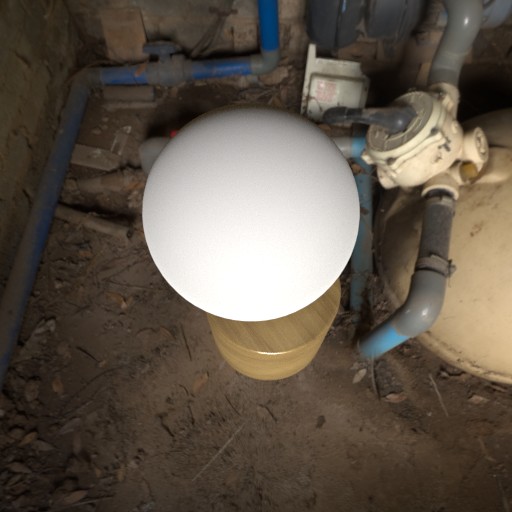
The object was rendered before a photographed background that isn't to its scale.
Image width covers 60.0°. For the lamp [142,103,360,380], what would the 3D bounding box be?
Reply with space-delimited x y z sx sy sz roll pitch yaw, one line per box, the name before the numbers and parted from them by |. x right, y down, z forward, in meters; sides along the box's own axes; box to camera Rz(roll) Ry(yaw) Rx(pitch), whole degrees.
lamp | 0.000 0.000 0.344 0.141 0.250 0.152 -33 68 -15
